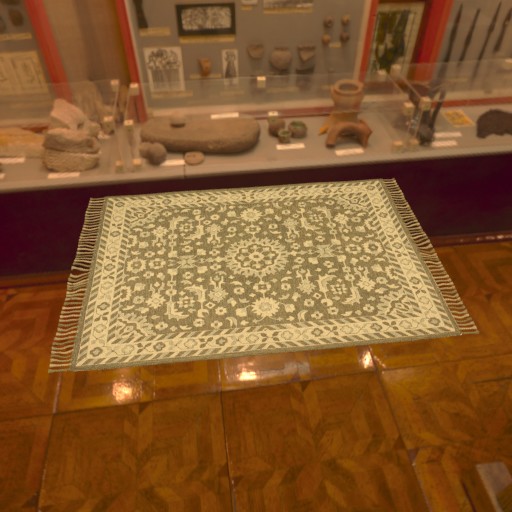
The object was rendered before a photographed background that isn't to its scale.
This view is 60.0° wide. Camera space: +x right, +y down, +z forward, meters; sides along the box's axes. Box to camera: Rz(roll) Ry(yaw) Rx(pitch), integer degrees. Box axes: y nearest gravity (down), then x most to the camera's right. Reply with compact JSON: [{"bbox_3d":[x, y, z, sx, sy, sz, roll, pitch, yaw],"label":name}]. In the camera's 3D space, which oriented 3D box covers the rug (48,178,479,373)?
[{"bbox_3d":[0.000,0.000,2.985,2.431,0.025,1.530,-4,46,-4],"label":"rug"}]
